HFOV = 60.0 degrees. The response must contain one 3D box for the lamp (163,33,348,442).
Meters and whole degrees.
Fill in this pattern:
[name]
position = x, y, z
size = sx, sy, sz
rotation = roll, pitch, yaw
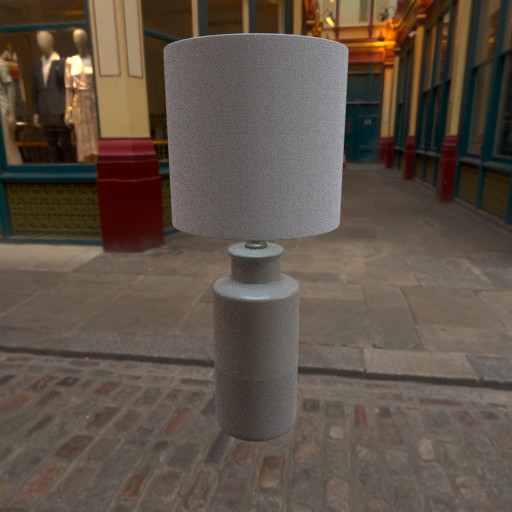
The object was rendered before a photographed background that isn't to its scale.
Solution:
[lamp]
position = 0.000, 0.000, 0.584
size = 0.212, 0.493, 0.212
rotation = 2, 16, 8
